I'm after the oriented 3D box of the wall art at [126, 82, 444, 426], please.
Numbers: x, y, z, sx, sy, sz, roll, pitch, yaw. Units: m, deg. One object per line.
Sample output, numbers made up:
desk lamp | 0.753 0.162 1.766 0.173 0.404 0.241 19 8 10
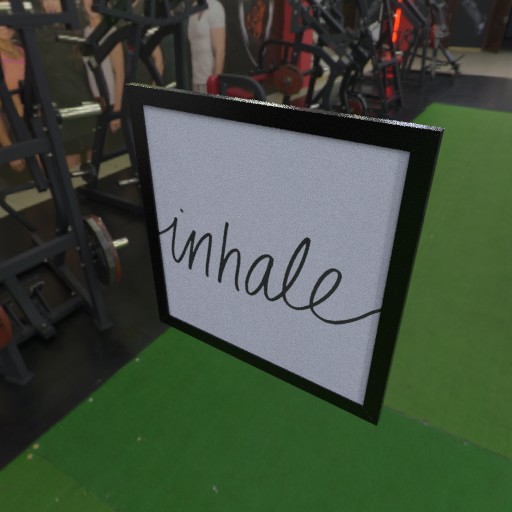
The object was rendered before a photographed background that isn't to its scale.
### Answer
wall art | 0.000 0.000 0.662 0.446 0.445 0.014 19 36 28
